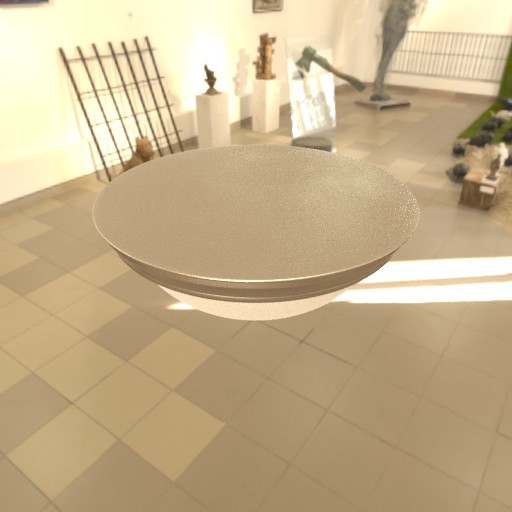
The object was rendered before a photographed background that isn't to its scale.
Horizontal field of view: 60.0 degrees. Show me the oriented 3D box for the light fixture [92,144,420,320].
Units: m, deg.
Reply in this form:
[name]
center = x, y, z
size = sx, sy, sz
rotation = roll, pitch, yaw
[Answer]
[light fixture]
center = 0.000, 0.000, 0.432
size = 0.280, 0.135, 0.280
rotation = 0, 31, 0
